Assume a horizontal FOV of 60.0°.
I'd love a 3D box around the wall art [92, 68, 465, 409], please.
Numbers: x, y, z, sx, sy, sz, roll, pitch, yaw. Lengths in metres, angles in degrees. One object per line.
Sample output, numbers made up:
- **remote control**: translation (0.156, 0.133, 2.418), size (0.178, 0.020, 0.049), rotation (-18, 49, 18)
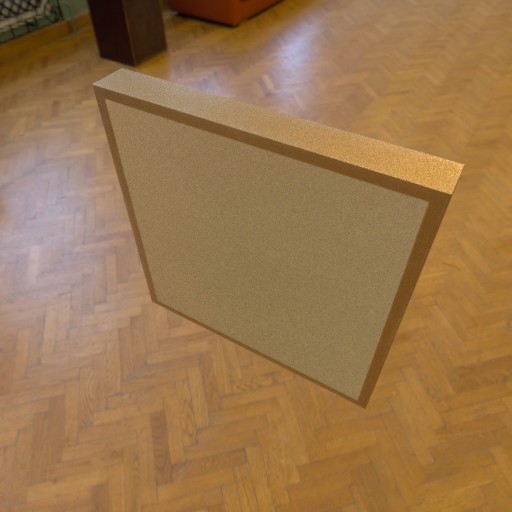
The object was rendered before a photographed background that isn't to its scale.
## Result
- **wall art**: translation (0.000, 0.000, 0.452), size (0.306, 0.305, 0.038), rotation (23, 50, 20)
